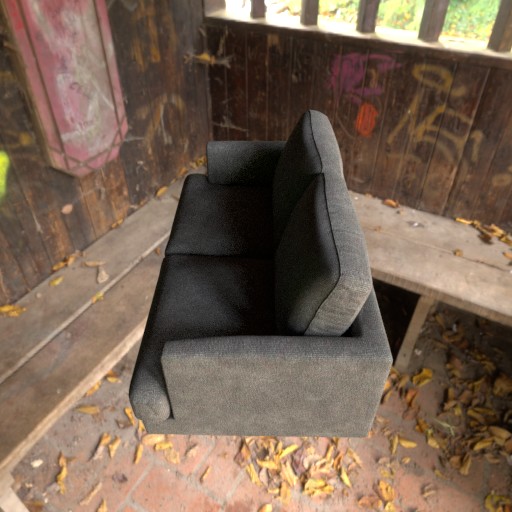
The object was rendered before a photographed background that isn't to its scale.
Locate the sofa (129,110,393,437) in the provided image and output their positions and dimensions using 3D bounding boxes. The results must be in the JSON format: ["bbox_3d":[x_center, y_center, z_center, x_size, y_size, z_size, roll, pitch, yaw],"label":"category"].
[{"bbox_3d":[0.000,0.000,2.136,0.903,0.956,1.582,1,40,1],"label":"sofa"}]
